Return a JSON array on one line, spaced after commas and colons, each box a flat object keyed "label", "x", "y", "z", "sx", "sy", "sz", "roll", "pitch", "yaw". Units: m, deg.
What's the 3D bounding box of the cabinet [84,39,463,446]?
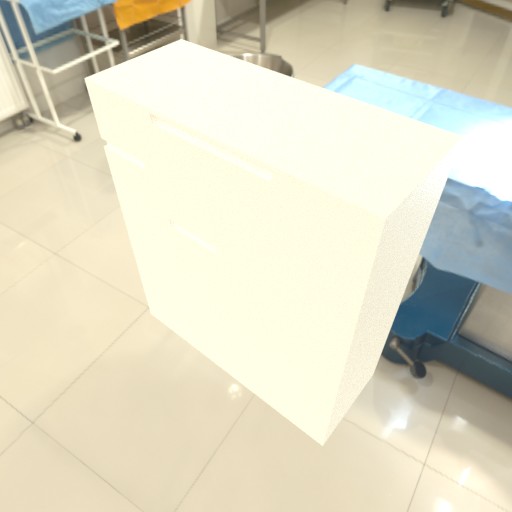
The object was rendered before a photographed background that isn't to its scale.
[{"label": "cabinet", "x": 0.000, "y": 0.000, "z": 1.638, "sx": 1.000, "sy": 1.190, "sz": 0.400, "roll": 31, "pitch": 53, "yaw": 26}]
